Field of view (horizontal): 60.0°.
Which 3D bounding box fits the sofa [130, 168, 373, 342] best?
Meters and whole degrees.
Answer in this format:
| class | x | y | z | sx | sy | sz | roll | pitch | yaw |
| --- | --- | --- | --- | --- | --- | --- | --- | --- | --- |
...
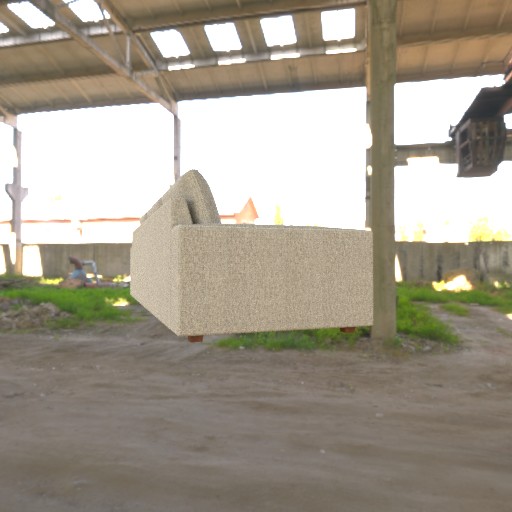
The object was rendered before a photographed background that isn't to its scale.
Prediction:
| class | x | y | z | sx | sy | sz | roll | pitch | yaw |
| --- | --- | --- | --- | --- | --- | --- | --- | --- | --- |
| sofa | 0.000 | 0.000 | 3.446 | 1.689 | 0.813 | 2.718 | 0 | -1 | -20 |
